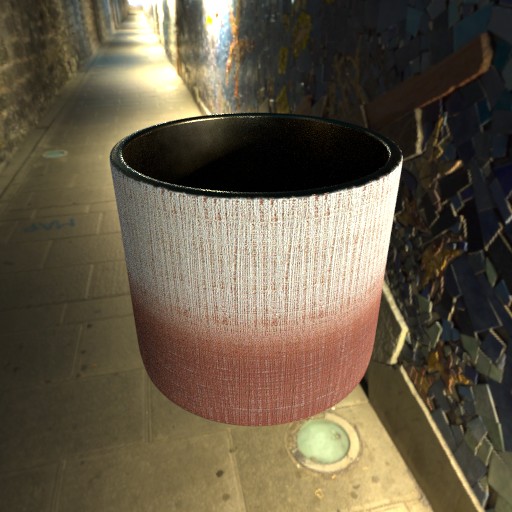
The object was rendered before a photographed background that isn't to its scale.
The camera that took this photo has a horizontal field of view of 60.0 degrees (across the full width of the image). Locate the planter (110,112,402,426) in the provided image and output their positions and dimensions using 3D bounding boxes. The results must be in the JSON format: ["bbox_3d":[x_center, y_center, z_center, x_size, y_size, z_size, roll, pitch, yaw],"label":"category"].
[{"bbox_3d":[0.000,0.000,0.389,0.221,0.201,0.221,0,30,0],"label":"planter"}]
